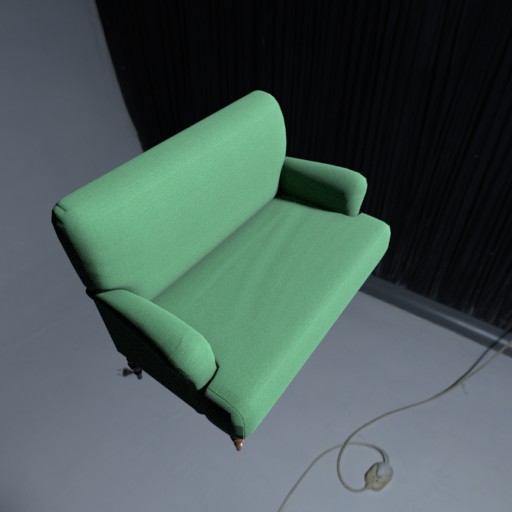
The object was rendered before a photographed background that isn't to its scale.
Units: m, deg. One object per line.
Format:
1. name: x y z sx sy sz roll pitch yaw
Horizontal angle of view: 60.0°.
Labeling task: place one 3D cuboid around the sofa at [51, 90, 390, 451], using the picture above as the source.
1. sofa: 0.000 0.000 1.861 0.779 0.889 1.297 25 48 25
